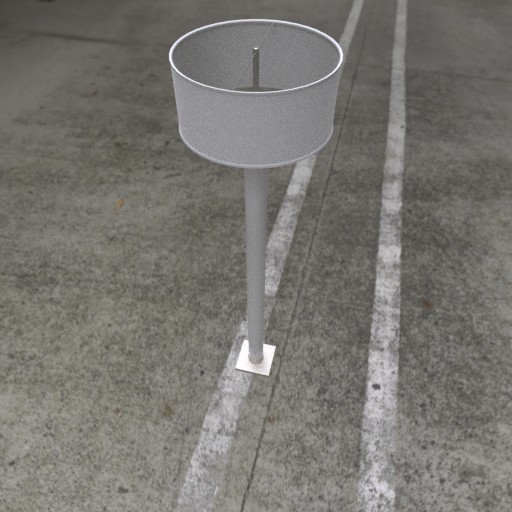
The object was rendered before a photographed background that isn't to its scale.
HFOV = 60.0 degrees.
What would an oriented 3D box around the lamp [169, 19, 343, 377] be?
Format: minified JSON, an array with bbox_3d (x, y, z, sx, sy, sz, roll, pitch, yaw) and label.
[{"bbox_3d":[0.000,0.000,1.607,0.420,1.475,0.420,10,48,9],"label":"lamp"}]
